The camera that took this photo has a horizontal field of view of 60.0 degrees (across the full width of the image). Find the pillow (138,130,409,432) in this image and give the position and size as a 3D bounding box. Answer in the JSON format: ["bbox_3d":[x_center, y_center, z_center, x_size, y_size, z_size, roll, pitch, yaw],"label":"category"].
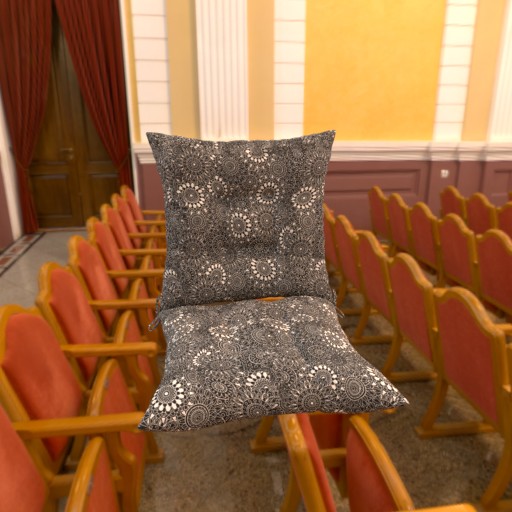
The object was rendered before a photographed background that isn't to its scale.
[{"bbox_3d":[0.000,0.000,1.013,0.541,0.536,0.585,-2,18,-8],"label":"pillow"}]
